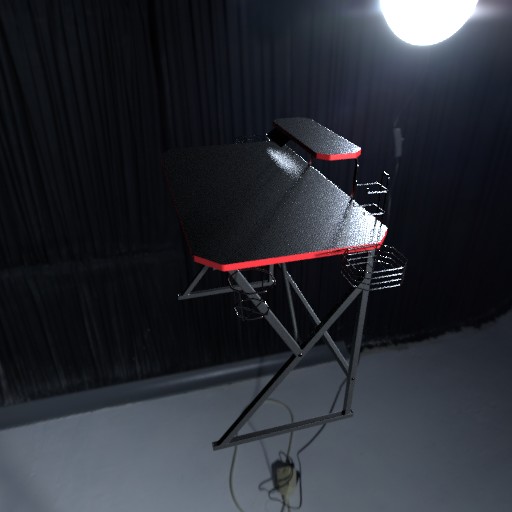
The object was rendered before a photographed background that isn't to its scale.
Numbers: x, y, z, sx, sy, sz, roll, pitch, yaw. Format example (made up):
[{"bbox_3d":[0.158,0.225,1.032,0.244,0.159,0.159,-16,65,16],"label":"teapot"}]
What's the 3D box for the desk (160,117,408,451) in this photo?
[{"bbox_3d":[0.000,0.000,1.710,0.588,0.913,1.280,-8,31,-14],"label":"desk"}]
